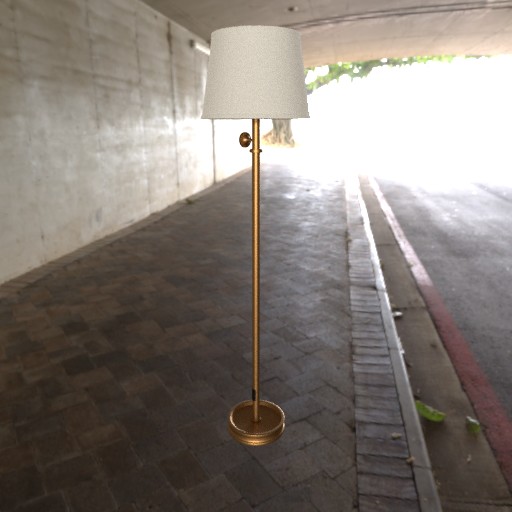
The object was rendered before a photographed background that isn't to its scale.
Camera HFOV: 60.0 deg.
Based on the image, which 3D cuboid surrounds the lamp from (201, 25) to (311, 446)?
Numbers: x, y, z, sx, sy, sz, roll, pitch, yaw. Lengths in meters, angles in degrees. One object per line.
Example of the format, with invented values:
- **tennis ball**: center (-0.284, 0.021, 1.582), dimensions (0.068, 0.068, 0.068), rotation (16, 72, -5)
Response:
- **lamp**: center (0.000, 0.000, 0.784), dimensions (0.178, 0.710, 0.178), rotation (0, 17, 0)
